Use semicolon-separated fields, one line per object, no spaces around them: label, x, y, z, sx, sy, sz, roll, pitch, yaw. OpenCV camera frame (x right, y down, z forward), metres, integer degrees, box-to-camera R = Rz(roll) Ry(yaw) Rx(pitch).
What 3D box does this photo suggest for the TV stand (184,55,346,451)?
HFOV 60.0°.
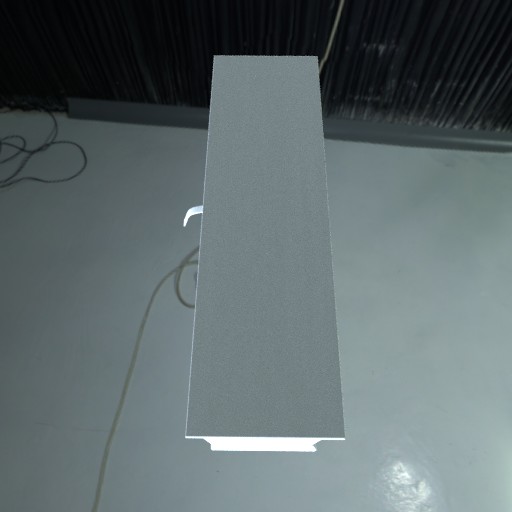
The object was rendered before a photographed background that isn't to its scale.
TV stand;0.000;0.000;1.497;0.424;0.624;1.187;1;64;0
